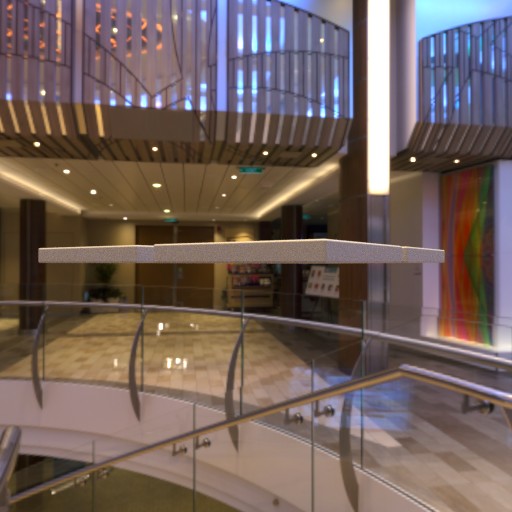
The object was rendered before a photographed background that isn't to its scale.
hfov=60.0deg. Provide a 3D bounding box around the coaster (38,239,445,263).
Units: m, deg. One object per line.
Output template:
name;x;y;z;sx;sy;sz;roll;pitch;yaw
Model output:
coaster;0.000;0.000;0.330;0.219;0.010;0.214;-1;-1;35
